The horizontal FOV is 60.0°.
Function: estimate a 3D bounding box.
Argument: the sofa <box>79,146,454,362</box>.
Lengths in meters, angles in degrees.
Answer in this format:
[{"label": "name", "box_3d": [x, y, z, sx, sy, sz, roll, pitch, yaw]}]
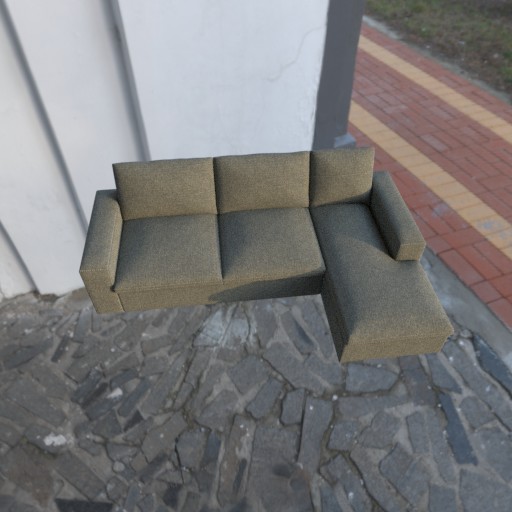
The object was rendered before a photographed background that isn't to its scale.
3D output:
[{"label": "sofa", "box_3d": [0.000, 0.000, 3.614, 2.718, 0.940, 1.689, -5, 47, -4]}]
